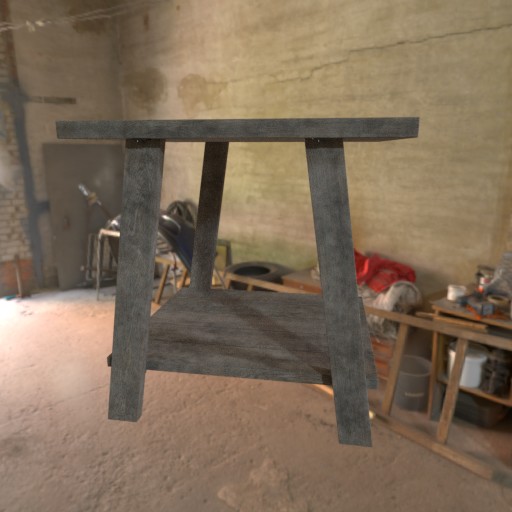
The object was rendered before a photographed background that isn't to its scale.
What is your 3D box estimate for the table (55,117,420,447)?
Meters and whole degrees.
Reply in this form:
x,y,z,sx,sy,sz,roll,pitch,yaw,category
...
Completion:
x,y,z,sx,sy,sz,roll,pitch,yaw,category
0.000,0.000,1.090,0.610,0.610,0.610,2,14,9,table
